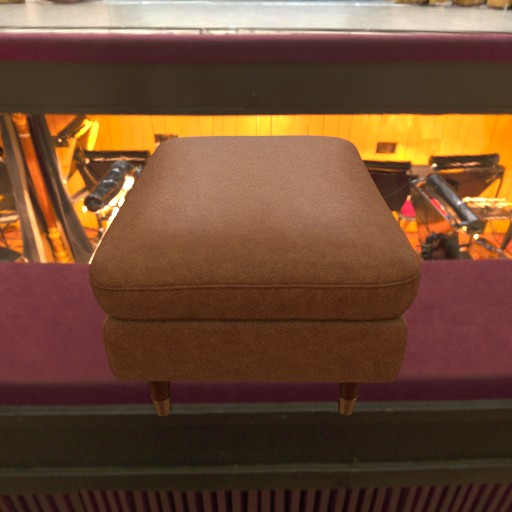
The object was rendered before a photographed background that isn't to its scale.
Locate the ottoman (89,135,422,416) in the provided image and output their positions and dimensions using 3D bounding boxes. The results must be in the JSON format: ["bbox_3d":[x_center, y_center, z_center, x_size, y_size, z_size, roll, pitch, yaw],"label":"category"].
[{"bbox_3d":[0.000,0.000,1.124,0.593,0.478,0.747,0,33,0],"label":"ottoman"}]
